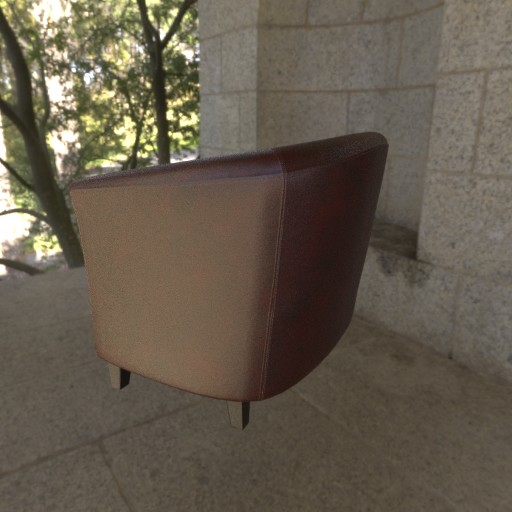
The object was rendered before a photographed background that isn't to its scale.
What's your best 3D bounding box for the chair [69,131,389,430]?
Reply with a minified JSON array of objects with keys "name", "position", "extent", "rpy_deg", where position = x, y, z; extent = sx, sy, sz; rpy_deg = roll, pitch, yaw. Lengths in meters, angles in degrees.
[{"name":"chair","position":[0.000,0.000,1.392],"extent":[0.727,0.756,0.792],"rpy_deg":[8,18,25]}]
